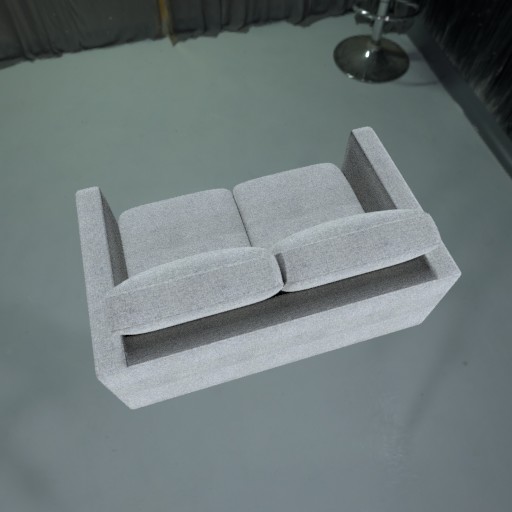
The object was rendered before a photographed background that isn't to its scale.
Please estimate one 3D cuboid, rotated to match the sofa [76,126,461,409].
[{"bbox_3d":[0.000,0.000,2.208,1.527,0.973,0.969,-14,60,-9],"label":"sofa"}]
